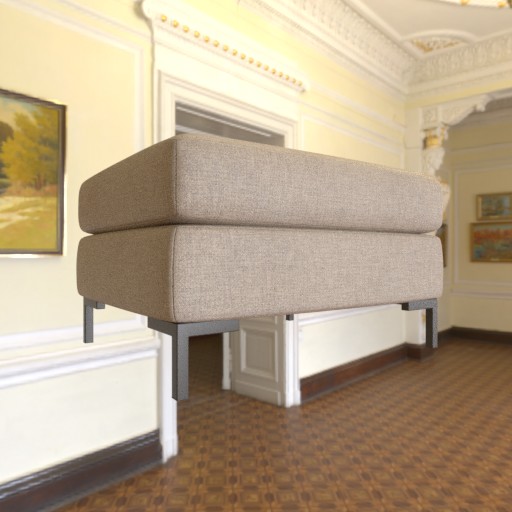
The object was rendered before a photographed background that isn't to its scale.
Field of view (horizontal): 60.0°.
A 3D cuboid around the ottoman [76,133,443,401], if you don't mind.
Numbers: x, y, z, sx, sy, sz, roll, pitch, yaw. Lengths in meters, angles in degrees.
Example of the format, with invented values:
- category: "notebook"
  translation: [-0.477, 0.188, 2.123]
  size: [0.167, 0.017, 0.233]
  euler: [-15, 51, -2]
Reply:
- category: "ottoman"
  translation: [0.000, 0.000, 1.224]
  size: [0.820, 0.490, 0.671]
  euler: [0, 0, -35]
